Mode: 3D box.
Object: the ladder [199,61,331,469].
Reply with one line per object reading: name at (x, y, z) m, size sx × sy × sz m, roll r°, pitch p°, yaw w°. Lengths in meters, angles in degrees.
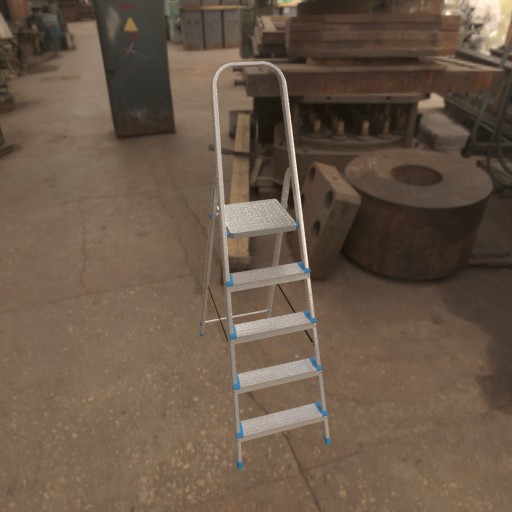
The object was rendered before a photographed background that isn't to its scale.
ladder at (0.000, 0.000, 2.073) m, size 0.468 × 1.648 × 0.990 m, roll -9°, pitch 32°, yaw -14°
